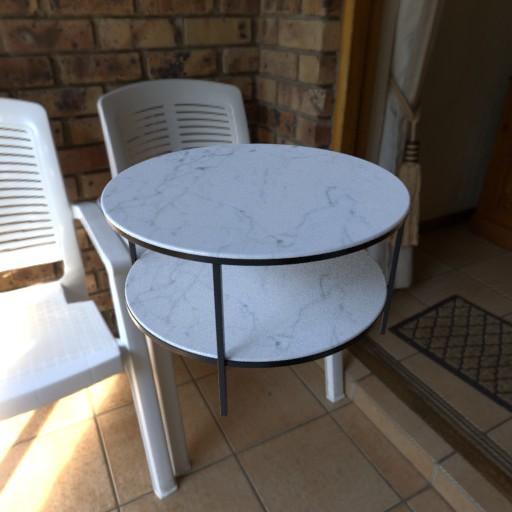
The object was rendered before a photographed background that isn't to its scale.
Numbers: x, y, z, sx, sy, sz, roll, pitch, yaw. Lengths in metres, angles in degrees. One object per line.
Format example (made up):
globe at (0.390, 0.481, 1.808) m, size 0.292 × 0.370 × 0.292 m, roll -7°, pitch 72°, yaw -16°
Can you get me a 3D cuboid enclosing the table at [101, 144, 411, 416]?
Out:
table at (0.000, 0.000, 1.303) m, size 0.800 × 0.450 × 0.800 m, roll 0°, pitch 29°, yaw 0°
